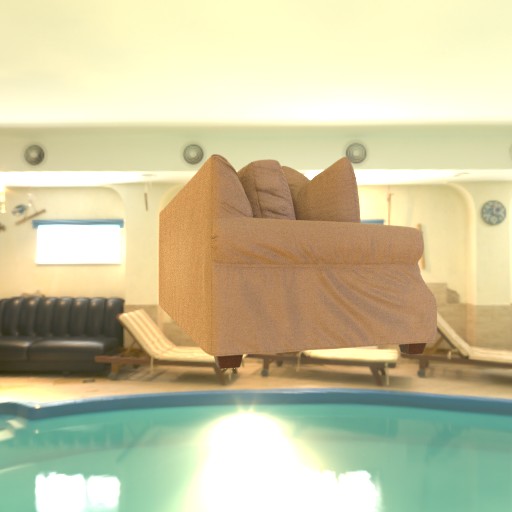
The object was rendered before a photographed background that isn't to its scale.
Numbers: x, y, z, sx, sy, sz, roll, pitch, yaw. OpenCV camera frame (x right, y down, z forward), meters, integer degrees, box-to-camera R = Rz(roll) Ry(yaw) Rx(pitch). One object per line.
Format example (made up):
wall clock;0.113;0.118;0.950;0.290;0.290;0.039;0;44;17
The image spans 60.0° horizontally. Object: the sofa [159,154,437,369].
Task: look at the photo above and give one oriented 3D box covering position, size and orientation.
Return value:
sofa;0.000;0.000;2.857;1.067;0.904;2.285;0;-1;-17
